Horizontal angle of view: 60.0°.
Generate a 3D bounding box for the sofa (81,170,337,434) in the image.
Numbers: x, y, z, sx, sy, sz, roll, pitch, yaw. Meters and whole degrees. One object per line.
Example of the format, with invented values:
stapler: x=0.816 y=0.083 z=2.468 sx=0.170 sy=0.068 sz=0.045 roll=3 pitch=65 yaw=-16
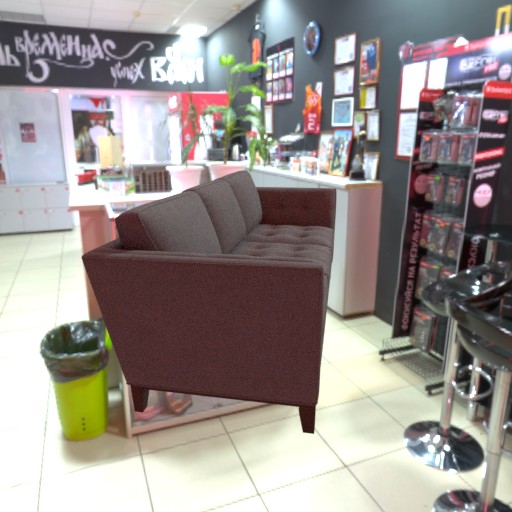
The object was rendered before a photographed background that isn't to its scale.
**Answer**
sofa: x=0.000 y=0.000 z=2.882 sx=0.965 sy=0.940 sz=2.387 roll=3 pitch=16 yaw=11
